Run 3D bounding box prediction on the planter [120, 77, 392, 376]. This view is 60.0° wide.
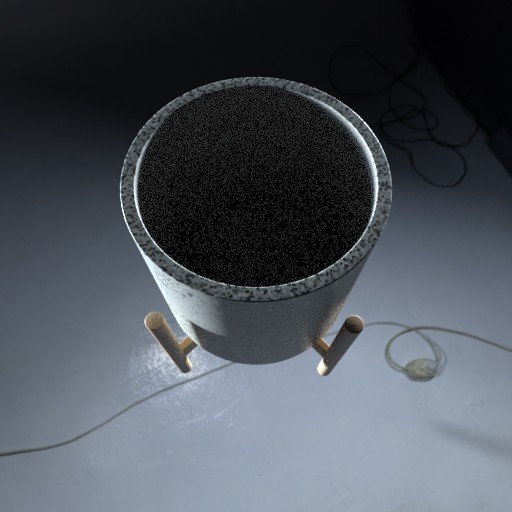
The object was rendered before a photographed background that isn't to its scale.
[{"bbox_3d":[0.000,0.000,0.686,0.360,0.419,0.360,-19,66,-9],"label":"planter"}]
